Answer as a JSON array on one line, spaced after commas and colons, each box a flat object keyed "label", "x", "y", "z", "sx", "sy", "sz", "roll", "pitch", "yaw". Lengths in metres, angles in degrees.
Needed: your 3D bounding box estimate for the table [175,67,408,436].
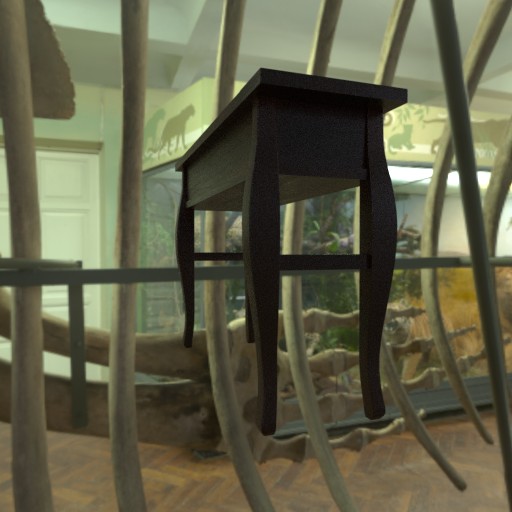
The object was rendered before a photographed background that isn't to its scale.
[{"label": "table", "x": 0.000, "y": 0.000, "z": 1.450, "sx": 0.373, "sy": 0.768, "sz": 1.062, "roll": 0, "pitch": 1, "yaw": -19}]
